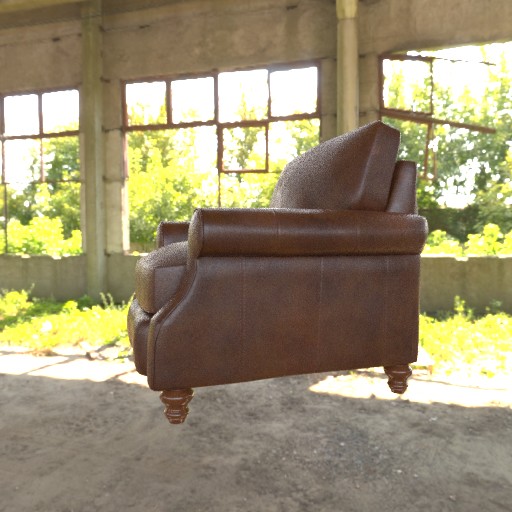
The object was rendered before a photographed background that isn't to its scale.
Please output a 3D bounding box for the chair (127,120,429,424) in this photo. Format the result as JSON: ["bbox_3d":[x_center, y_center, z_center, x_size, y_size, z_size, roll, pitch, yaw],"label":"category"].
[{"bbox_3d":[0.000,0.000,1.783,0.992,0.972,0.989,-1,2,-19],"label":"chair"}]
